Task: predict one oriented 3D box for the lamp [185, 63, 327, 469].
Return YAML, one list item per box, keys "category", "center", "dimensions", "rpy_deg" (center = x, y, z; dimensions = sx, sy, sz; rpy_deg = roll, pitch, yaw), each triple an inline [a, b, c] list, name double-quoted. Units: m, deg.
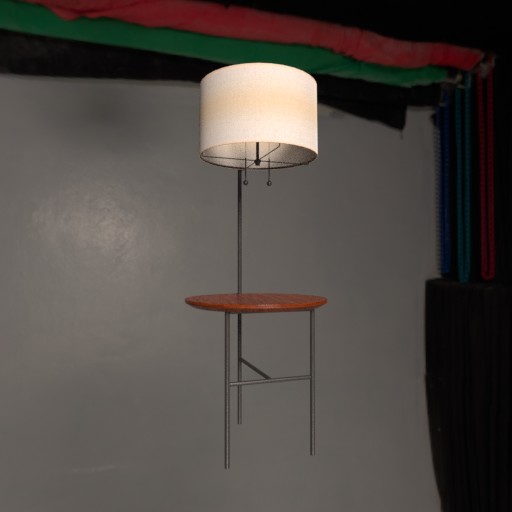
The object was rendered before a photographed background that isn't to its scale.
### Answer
- category: "lamp"
  center: [0.000, 0.000, 1.808]
  dimensions: [0.573, 1.517, 0.573]
  rpy_deg: [0, -1, 0]
